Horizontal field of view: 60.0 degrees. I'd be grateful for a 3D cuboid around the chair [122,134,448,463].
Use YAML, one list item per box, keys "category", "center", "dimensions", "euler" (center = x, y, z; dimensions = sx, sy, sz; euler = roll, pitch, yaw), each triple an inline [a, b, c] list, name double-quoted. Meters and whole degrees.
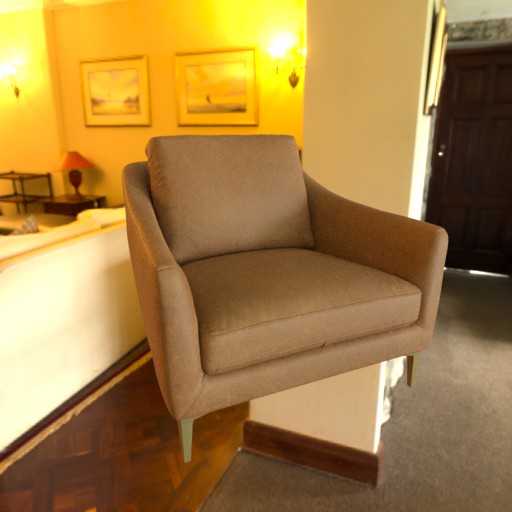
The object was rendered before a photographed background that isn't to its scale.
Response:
- category: "chair"
  center: [0.000, 0.000, 1.693]
  dimensions: [0.988, 0.895, 0.963]
  euler: [-8, 17, -25]
